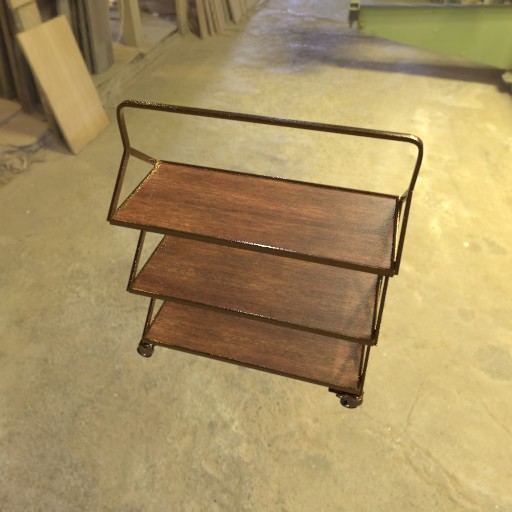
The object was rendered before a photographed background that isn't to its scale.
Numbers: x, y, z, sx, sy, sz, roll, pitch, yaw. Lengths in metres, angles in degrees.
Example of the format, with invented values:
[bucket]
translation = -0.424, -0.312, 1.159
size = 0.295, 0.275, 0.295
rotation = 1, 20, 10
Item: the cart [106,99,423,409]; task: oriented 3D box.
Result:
[cart]
translation = 0.000, 0.000, 1.220
size = 0.723, 0.805, 0.313
rotation = 11, 43, 12
